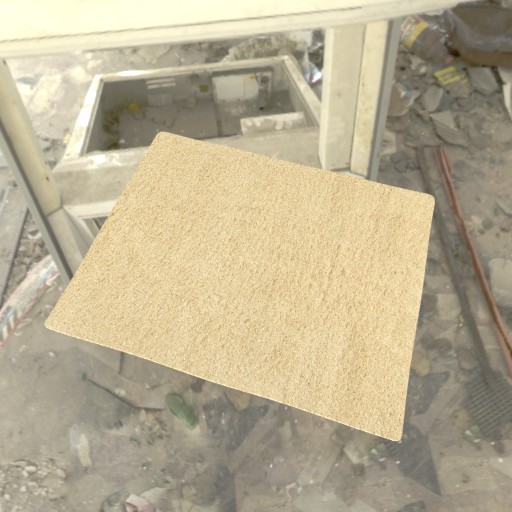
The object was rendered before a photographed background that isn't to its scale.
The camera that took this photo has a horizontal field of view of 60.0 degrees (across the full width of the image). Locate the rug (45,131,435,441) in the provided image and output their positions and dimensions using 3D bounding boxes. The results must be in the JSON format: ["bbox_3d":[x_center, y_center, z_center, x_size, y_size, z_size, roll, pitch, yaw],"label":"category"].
[{"bbox_3d":[0.000,0.000,4.079,3.001,0.025,2.401,15,61,9],"label":"rug"}]
